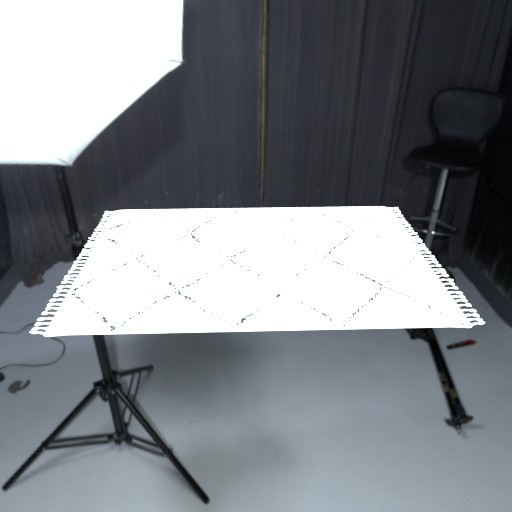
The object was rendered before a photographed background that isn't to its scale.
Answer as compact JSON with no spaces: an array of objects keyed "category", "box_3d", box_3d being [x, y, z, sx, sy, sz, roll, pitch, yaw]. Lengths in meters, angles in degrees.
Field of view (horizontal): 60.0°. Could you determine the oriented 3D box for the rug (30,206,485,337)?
[{"category":"rug","box_3d":[0.000,0.000,2.842,2.307,0.031,1.494,-1,30,-2]}]
